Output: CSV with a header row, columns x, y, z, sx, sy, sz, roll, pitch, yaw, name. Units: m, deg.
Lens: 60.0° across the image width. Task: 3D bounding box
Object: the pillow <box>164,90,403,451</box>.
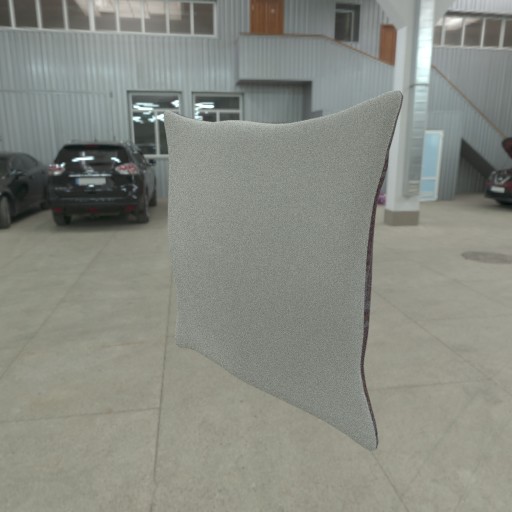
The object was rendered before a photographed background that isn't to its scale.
x,y,z,sx,sy,sz,roll,pitch,yaw,name
0.000,0.000,0.779,0.163,0.513,0.514,-13,19,-43,pillow
